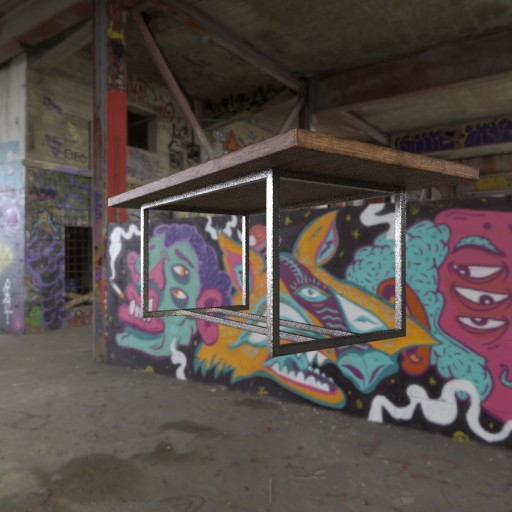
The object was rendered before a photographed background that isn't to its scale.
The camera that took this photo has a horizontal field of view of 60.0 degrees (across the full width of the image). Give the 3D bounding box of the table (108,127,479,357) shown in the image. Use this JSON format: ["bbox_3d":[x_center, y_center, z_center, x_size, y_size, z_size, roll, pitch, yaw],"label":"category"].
[{"bbox_3d":[0.000,0.000,2.511,1.078,0.795,1.989,0,0,-35],"label":"table"}]
